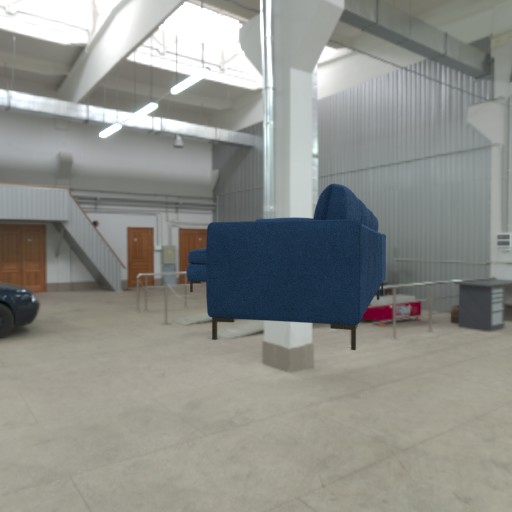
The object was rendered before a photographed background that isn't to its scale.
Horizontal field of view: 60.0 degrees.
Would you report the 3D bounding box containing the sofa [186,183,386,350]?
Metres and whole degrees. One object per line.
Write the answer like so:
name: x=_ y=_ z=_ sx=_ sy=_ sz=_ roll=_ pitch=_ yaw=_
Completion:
sofa: x=0.000 y=0.000 z=3.759 sx=2.007 sy=0.815 sz=2.949 roll=0 pitch=1 yaw=19
